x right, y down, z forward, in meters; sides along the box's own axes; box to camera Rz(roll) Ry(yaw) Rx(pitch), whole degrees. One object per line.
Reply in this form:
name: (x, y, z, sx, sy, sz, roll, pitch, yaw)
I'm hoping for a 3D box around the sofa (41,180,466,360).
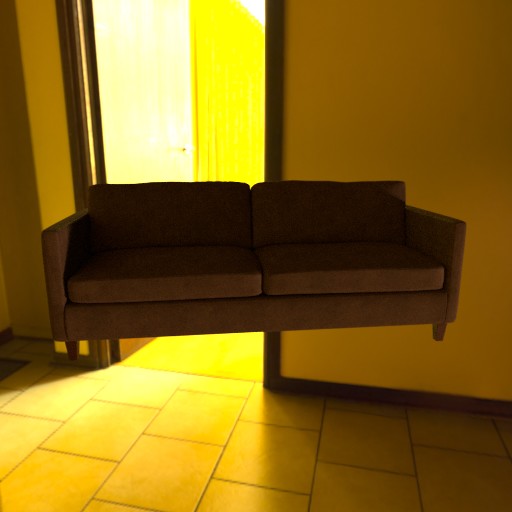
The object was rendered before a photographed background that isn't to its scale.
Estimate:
sofa: (0.000, 0.000, 2.966, 2.434, 0.965, 0.951, -2, 14, -7)
